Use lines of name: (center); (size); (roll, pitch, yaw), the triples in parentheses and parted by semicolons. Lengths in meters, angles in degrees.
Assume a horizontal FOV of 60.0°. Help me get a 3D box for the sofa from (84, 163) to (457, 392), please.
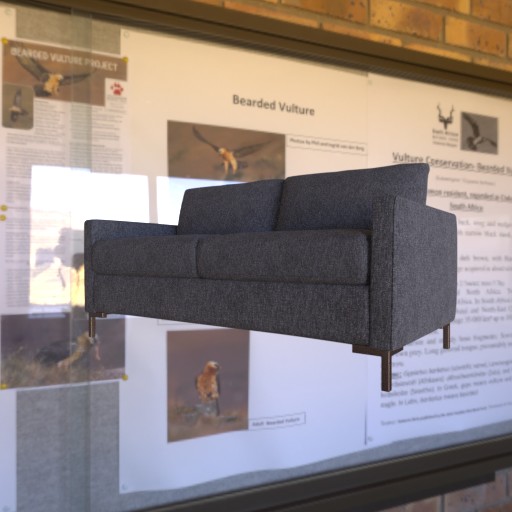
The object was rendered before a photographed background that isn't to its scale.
sofa: (0.000, 0.000, 2.208); (1.716, 0.862, 0.866); (0, 0, 36)
